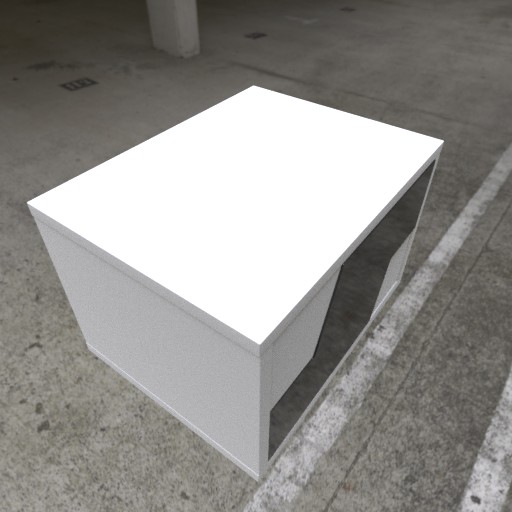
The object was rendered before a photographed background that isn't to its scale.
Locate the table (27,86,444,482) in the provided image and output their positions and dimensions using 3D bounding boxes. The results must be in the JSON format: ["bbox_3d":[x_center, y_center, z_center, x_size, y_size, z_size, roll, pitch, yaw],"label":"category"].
[{"bbox_3d":[0.000,0.000,0.792,0.399,0.357,0.517,27,49,26],"label":"table"}]
